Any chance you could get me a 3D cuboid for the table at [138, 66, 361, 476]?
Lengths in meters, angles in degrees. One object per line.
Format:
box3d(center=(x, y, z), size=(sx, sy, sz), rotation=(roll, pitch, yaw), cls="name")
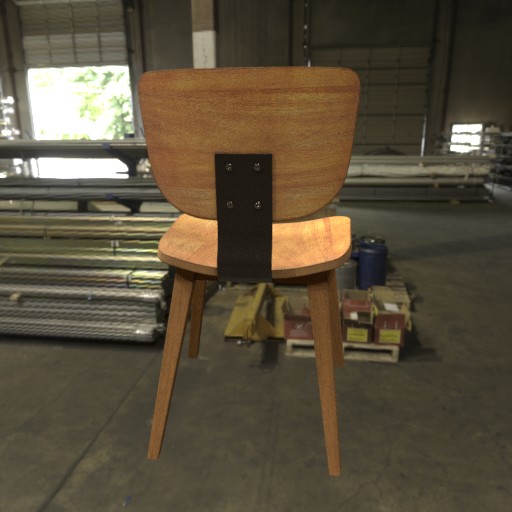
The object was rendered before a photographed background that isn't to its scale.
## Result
box3d(center=(0.000, 0.000, 1.086), size=(0.499, 0.805, 0.500), rotation=(2, 15, 7), cls="table")
